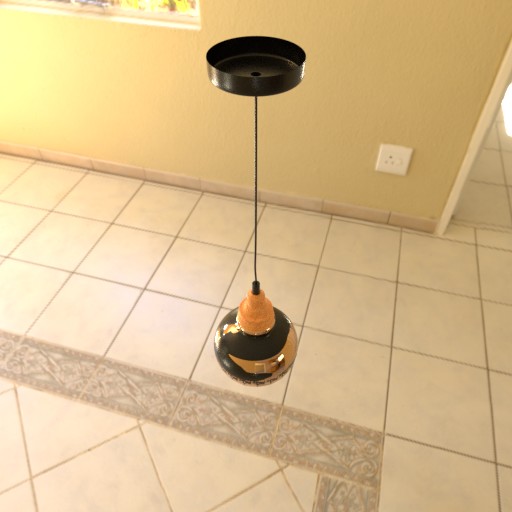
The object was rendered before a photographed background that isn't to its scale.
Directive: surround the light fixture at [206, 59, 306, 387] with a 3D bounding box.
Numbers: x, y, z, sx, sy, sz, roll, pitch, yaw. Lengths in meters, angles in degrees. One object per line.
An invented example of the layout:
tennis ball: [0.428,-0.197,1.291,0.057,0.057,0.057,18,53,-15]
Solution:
light fixture: [0.000,0.000,1.802,0.430,1.606,0.430,5,47,5]
